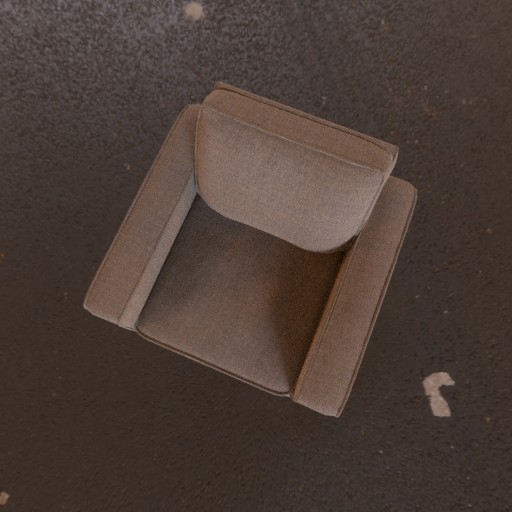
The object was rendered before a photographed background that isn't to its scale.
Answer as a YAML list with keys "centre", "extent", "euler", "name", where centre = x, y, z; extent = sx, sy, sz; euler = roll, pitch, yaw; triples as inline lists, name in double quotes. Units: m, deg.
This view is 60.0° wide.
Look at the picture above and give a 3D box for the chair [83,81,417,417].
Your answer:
- centre: [0.000, 0.000, 1.783]
  extent: [1.016, 0.914, 0.940]
  euler: [22, 77, 5]
  name: "chair"
